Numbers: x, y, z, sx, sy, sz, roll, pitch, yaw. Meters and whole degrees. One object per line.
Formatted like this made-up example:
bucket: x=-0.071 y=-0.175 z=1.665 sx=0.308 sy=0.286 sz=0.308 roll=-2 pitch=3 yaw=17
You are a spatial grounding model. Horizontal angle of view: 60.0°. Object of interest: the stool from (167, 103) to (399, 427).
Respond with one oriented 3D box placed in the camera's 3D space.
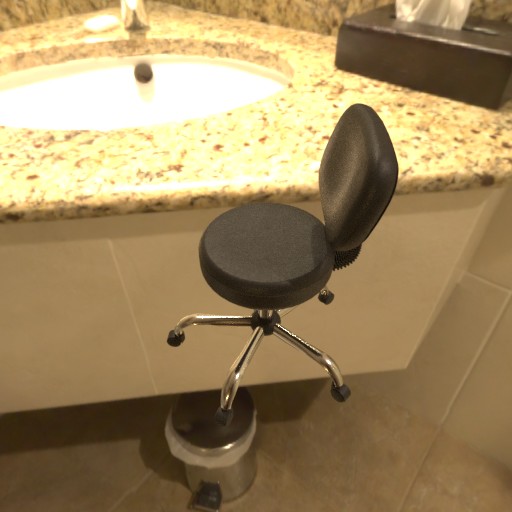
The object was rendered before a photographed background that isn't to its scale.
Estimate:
stool: x=0.000 y=0.000 z=1.349 sx=0.648 sy=0.862 sz=0.673 roll=1 pitch=42 yaw=1
